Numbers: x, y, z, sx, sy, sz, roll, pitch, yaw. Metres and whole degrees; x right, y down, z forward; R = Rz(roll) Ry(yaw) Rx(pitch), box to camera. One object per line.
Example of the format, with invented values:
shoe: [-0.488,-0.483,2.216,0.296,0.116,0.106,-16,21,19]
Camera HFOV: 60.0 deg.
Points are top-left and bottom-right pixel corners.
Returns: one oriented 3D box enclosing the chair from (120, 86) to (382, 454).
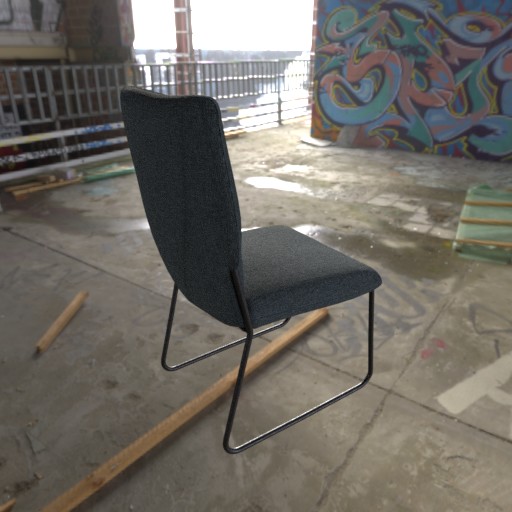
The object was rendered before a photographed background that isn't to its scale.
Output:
chair: [0.000,0.000,1.283,0.635,0.931,0.480,-16,29,-31]
